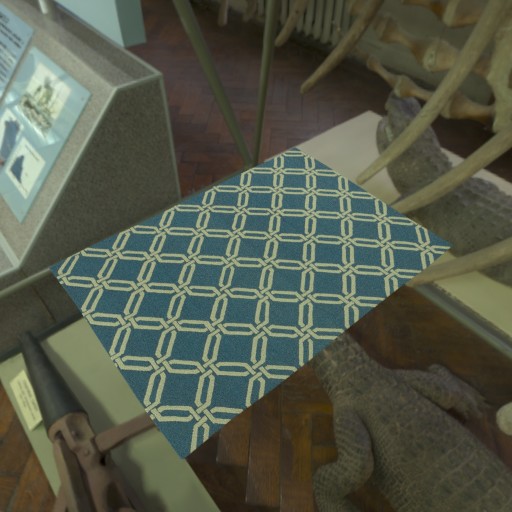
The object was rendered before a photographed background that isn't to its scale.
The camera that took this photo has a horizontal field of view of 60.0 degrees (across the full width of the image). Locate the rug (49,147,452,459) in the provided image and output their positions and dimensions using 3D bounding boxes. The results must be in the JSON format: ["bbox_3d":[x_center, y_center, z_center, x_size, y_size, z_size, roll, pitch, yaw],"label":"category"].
[{"bbox_3d":[0.000,0.000,2.844,2.135,0.013,1.524,-31,54,-26],"label":"rug"}]
